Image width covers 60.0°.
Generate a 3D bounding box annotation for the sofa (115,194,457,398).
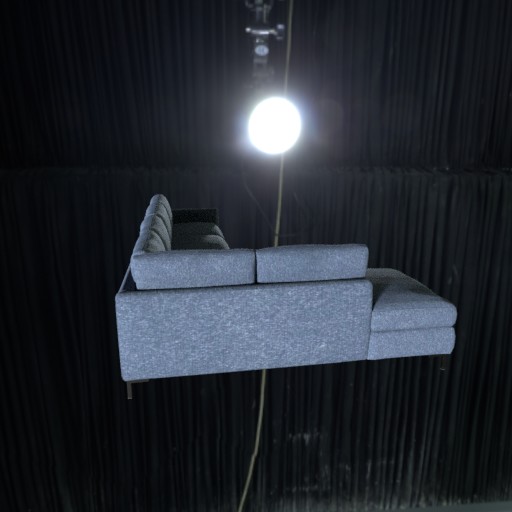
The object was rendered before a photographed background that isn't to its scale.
[{"bbox_3d":[0.000,0.000,3.901,2.007,0.815,2.949,-3,15,-10],"label":"sofa"}]
